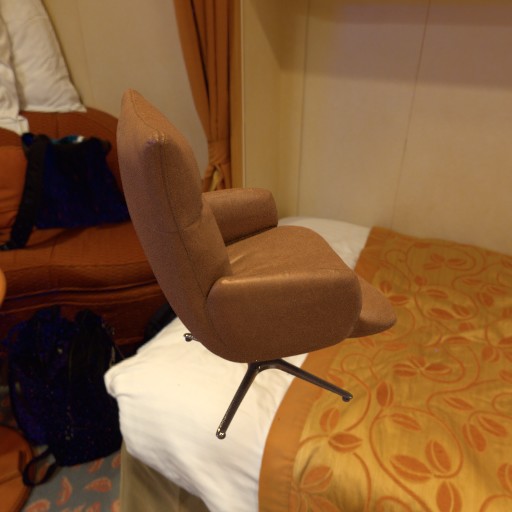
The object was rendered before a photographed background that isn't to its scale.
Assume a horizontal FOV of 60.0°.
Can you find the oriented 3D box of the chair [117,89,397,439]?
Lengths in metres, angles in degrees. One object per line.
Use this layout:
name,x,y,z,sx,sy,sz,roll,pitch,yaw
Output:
chair,0.000,0.000,1.507,0.794,1.027,0.711,-10,31,-17
